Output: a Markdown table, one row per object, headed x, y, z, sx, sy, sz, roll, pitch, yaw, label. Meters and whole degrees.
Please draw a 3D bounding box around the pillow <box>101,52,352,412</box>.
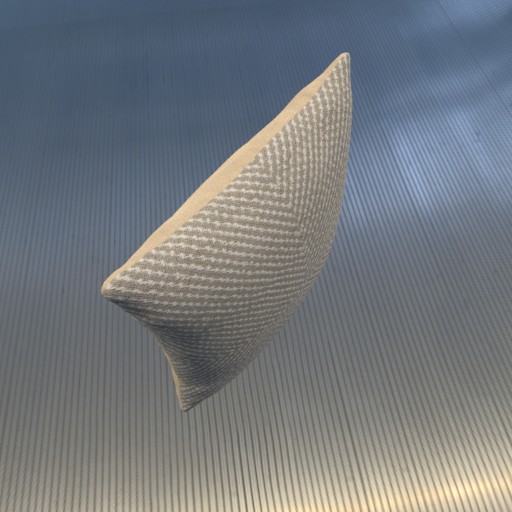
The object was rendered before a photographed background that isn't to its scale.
| x | y | z | sx | sy | sz | roll | pitch | yaw | label |
| --- | --- | --- | --- | --- | --- | --- | --- | --- | --- |
| 0.000 | 0.000 | 0.701 | 0.181 | 0.458 | 0.459 | 32 | 64 | 18 | pillow |
